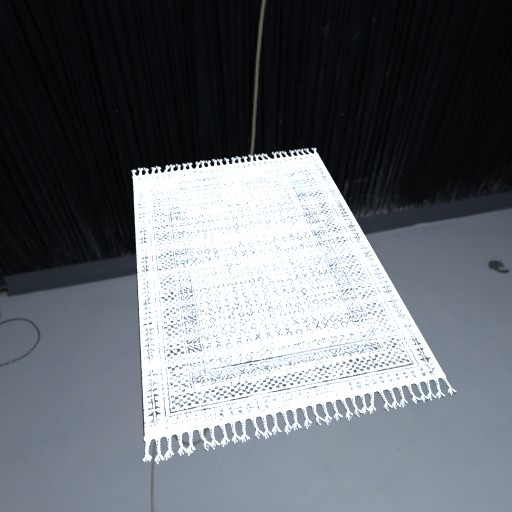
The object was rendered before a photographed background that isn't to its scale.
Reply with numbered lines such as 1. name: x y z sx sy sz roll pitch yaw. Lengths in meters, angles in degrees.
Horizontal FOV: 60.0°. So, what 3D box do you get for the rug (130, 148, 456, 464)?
1. rug: 0.000 0.000 2.300 1.243 0.013 1.872 -9 46 -9
